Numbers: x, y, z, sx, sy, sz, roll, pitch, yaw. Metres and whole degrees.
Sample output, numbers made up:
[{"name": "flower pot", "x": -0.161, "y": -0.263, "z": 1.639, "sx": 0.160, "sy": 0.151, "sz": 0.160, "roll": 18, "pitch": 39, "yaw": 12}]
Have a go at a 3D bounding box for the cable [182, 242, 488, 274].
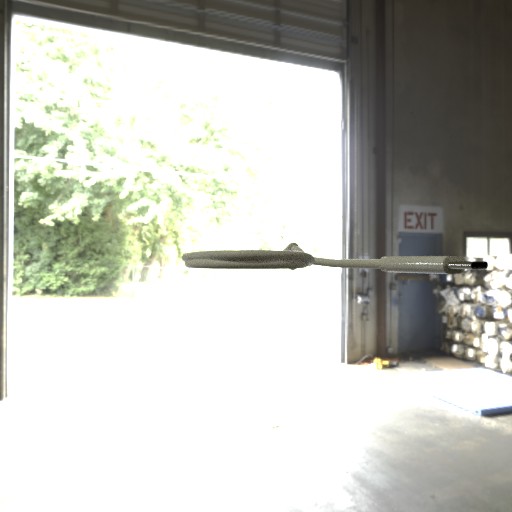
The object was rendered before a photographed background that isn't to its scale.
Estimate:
[{"name": "cable", "x": 0.000, "y": 0.000, "z": 0.210, "sx": 0.070, "sy": 0.014, "sz": 0.186, "roll": 0, "pitch": 0, "yaw": -35}]
